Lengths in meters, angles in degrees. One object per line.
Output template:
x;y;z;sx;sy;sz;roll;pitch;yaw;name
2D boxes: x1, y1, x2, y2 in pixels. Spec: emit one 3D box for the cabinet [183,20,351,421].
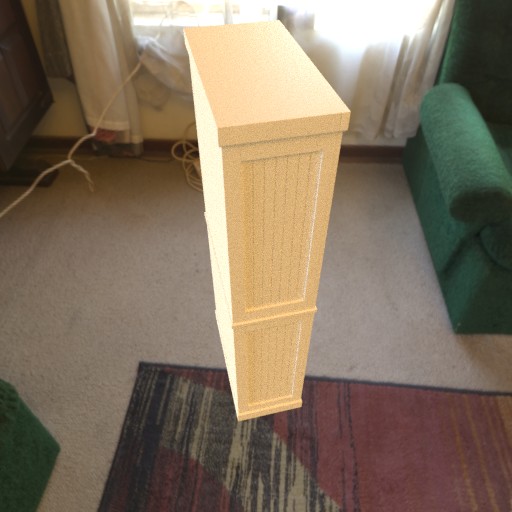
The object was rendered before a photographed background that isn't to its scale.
0.000;0.000;2.118;0.390;1.829;0.754;-10;47;-9;cabinet
